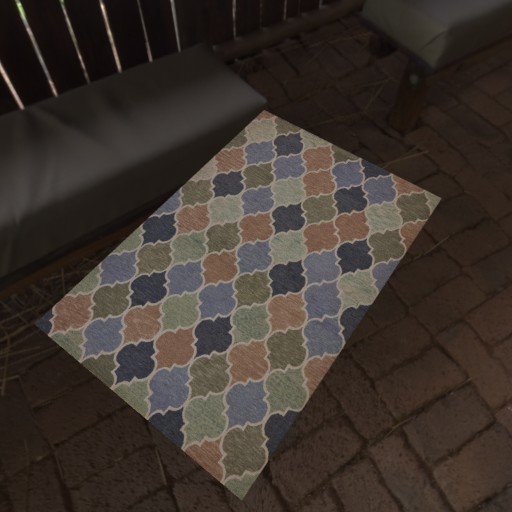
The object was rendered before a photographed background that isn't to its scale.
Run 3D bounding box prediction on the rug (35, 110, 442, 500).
[{"bbox_3d":[0.000,0.000,2.835,1.521,0.006,2.284,32,64,18],"label":"rug"}]
